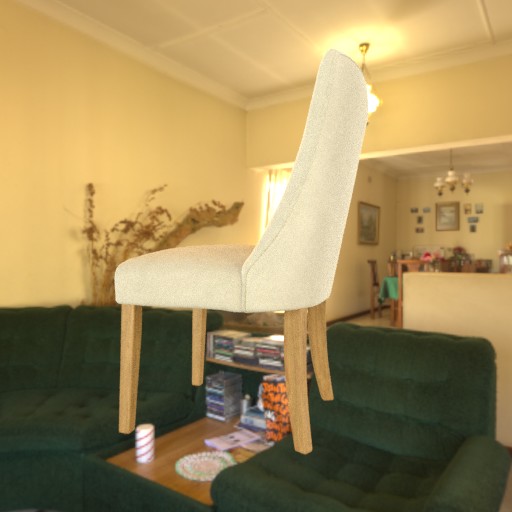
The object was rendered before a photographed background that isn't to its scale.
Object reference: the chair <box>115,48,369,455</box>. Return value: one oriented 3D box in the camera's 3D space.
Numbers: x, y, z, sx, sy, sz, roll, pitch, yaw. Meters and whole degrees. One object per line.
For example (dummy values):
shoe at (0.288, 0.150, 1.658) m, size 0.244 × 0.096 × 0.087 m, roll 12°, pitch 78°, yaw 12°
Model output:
chair at (0.000, 0.000, 1.240) m, size 0.610 × 0.902 × 0.495 m, roll 0°, pitch 0°, yaw 17°
